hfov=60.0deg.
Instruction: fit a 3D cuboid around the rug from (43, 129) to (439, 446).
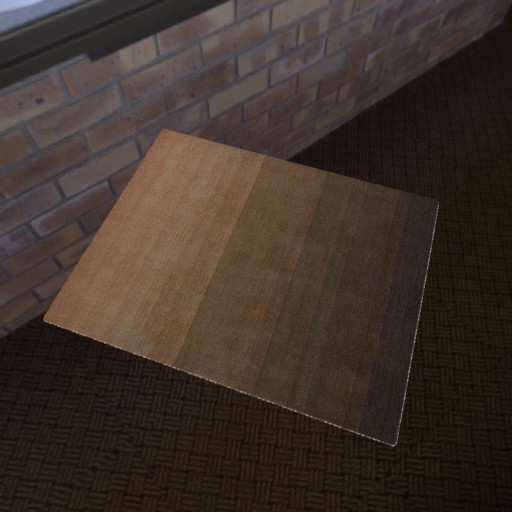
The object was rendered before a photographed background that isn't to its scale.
[{"bbox_3d":[0.000,0.000,3.919,2.902,0.017,2.305,17,61,10],"label":"rug"}]
